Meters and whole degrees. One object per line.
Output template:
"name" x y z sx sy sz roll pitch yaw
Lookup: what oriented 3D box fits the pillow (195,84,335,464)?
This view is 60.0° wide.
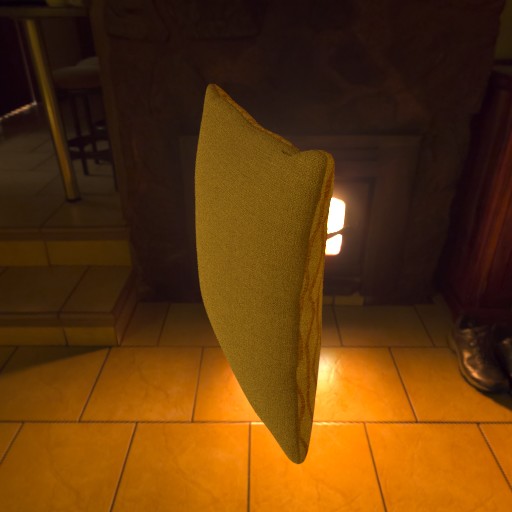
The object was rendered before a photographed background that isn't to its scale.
"pillow" 0.000 0.000 0.669 0.159 0.436 0.429 -10 31 -17
